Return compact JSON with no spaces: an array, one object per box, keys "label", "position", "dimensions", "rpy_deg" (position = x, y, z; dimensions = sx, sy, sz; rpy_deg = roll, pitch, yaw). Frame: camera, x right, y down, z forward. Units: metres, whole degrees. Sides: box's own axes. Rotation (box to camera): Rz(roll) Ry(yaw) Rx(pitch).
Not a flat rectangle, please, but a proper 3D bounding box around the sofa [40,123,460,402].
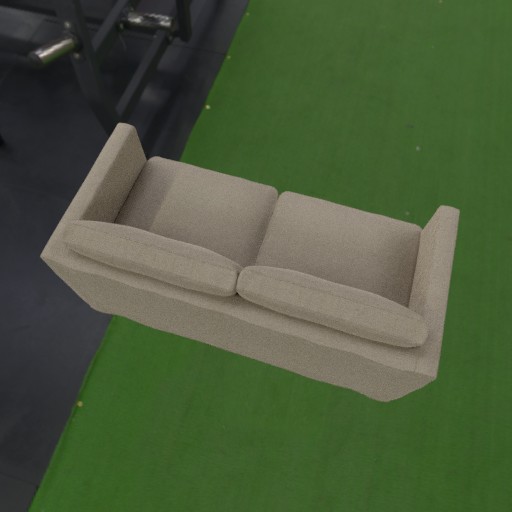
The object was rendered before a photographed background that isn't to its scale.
[{"label":"sofa","position":[0.000,0.000,2.505],"dimensions":[1.987,0.847,0.956],"rpy_deg":[16,65,8]}]
